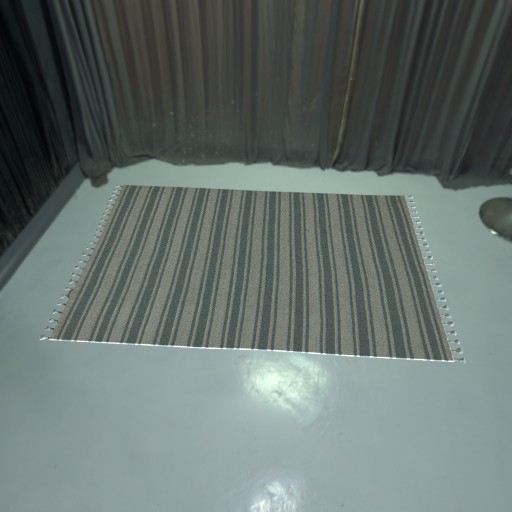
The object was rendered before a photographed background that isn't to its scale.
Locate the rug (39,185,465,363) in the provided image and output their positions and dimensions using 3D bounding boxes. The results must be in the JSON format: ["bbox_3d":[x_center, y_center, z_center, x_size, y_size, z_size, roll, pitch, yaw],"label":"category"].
[{"bbox_3d":[0.000,0.000,3.036,2.410,0.011,1.539,3,44,3],"label":"rug"}]
